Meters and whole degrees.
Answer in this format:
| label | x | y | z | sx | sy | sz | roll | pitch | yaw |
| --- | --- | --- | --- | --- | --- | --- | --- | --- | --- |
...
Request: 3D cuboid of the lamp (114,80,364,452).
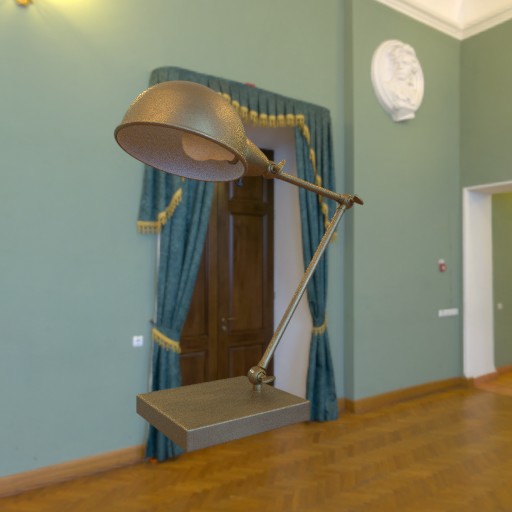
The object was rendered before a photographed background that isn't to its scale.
| label | x | y | z | sx | sy | sz | roll | pitch | yaw |
| --- | --- | --- | --- | --- | --- | --- | --- | --- | --- |
| lamp | 0.000 | 0.000 | 0.540 | 0.339 | 0.371 | 0.149 | 1 | -1 | -35 |
